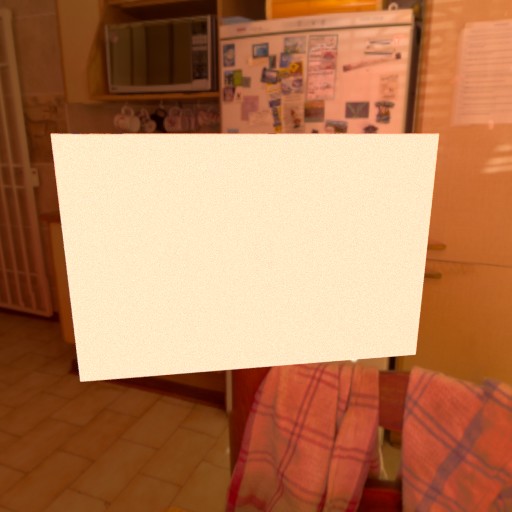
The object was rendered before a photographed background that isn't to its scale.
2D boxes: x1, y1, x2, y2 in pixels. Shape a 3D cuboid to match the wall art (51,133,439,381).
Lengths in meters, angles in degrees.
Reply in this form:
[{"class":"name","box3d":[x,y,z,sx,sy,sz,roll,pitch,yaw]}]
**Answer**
[{"class":"wall art","box3d":[0.000,0.000,0.761,0.609,0.406,0.039,-2,16,-9]}]
